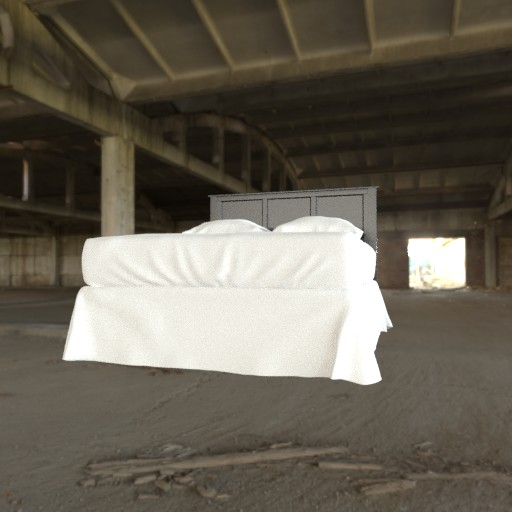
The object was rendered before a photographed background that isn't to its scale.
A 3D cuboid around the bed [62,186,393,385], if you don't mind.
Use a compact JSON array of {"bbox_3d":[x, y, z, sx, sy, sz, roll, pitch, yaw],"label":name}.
[{"bbox_3d":[0.000,0.000,3.241,1.870,1.270,2.050,0,-1,18],"label":"bed"}]
